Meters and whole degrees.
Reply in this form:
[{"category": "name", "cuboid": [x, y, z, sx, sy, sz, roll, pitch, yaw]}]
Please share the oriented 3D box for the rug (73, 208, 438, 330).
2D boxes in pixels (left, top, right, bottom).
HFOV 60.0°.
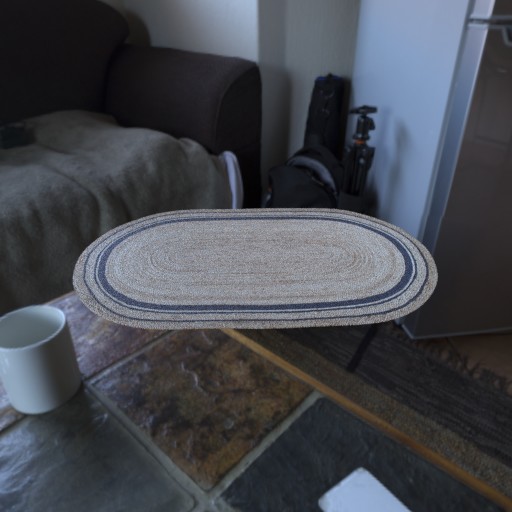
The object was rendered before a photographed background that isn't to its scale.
[{"category": "rug", "cuboid": [0.000, 0.000, 3.068, 2.432, 0.006, 1.520, -1, 31, -2]}]
